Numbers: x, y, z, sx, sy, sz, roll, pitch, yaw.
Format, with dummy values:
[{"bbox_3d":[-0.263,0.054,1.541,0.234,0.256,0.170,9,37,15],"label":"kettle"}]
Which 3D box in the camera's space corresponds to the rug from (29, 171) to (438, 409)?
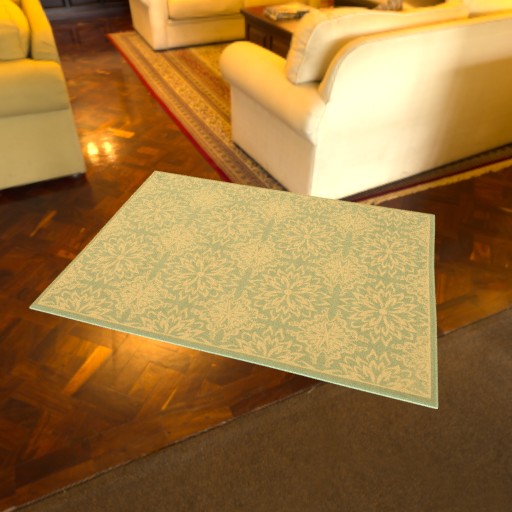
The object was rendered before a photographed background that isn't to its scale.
[{"bbox_3d":[0.000,0.000,2.840,2.205,0.014,1.589,11,42,12],"label":"rug"}]
